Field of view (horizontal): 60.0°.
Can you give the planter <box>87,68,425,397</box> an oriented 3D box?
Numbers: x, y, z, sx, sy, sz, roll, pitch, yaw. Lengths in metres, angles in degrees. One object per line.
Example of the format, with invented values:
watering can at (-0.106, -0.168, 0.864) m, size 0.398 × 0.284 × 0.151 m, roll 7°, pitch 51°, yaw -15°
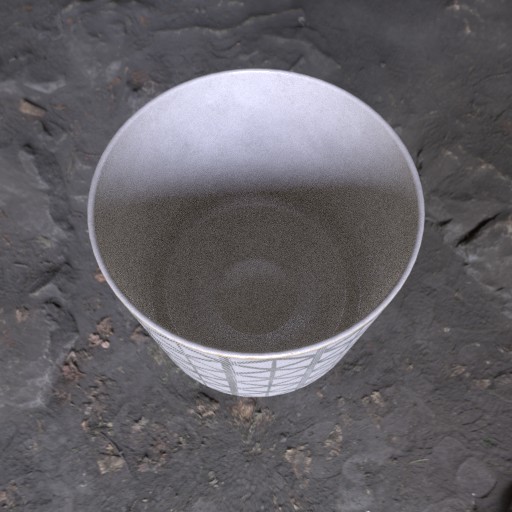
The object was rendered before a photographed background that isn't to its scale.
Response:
planter at (0.000, 0.000, 0.334) m, size 0.190 × 0.181 × 0.190 m, roll 0°, pitch 66°, yaw 0°
